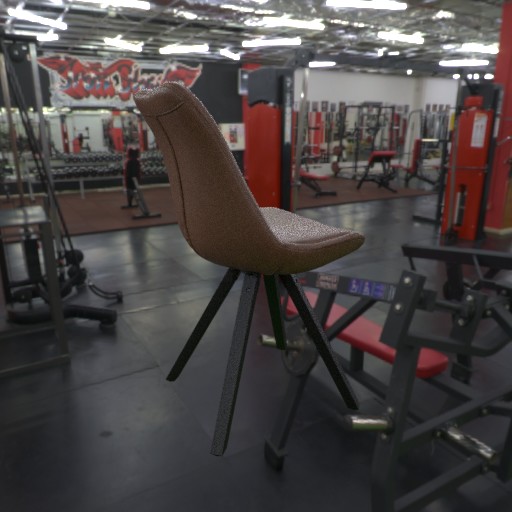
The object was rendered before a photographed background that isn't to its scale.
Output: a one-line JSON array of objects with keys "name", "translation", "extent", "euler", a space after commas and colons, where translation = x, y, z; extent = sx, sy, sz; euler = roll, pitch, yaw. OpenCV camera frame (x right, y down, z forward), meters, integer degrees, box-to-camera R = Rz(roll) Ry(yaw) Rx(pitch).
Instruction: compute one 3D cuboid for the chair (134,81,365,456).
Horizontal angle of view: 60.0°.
[{"name": "chair", "translation": [0.000, 0.000, 1.209], "extent": [0.550, 0.850, 0.475], "euler": [-8, 18, -27]}]
